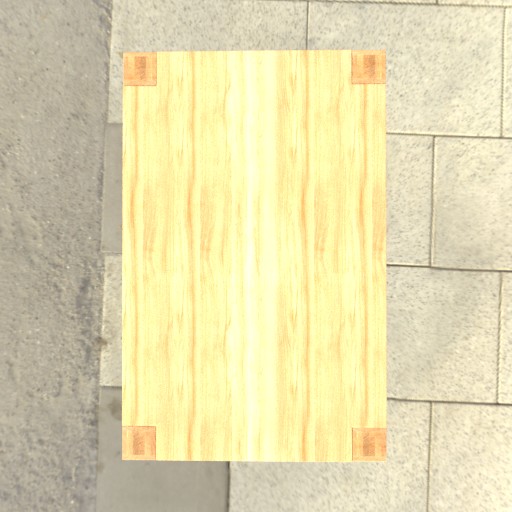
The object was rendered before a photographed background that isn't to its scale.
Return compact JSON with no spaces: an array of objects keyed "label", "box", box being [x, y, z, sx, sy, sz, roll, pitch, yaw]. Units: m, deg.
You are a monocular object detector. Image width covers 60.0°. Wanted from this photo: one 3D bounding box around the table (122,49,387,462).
[{"label":"table","box":[0.000,0.000,1.890,0.900,0.760,1.400,0,90,1]}]
